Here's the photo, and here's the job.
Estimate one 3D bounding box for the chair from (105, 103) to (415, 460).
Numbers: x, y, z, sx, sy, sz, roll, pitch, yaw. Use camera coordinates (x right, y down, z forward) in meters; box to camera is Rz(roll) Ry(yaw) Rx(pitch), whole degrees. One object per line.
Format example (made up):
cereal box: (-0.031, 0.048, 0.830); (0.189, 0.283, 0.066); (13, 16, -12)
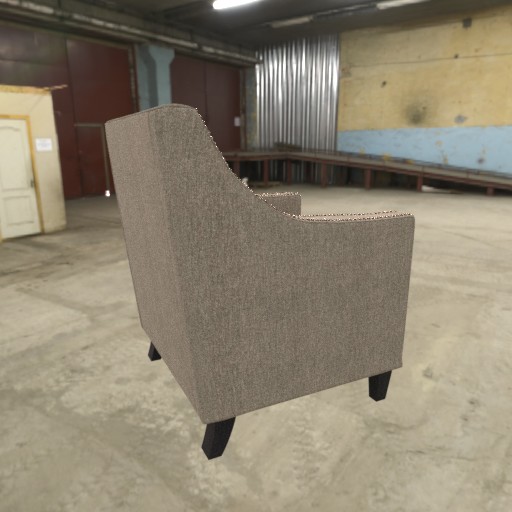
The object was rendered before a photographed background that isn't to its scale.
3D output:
chair: (0.000, 0.000, 1.610); (0.884, 0.967, 0.776); (-7, 16, -26)
